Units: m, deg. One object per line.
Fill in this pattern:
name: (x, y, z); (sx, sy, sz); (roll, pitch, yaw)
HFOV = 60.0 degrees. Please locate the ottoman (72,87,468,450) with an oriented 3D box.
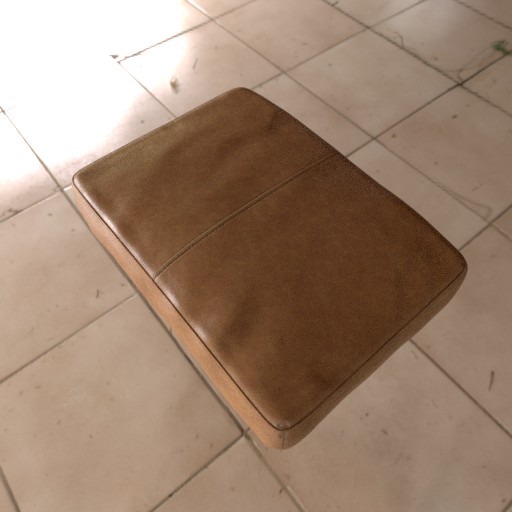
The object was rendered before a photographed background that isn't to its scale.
ottoman: (0.000, 0.000, 1.215); (0.630, 0.461, 0.869); (-35, 64, -20)
